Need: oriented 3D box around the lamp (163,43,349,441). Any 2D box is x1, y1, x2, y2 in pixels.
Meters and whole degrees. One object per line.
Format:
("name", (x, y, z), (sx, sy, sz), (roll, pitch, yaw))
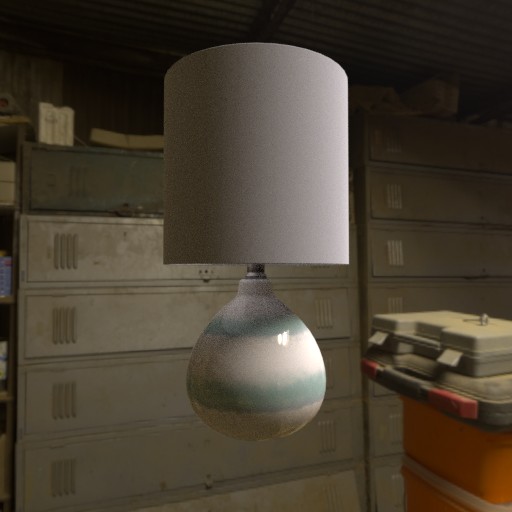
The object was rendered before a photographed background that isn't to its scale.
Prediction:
("lamp", (0.000, 0.000, 0.528), (0.217, 0.404, 0.217), (1, -2, -19))
